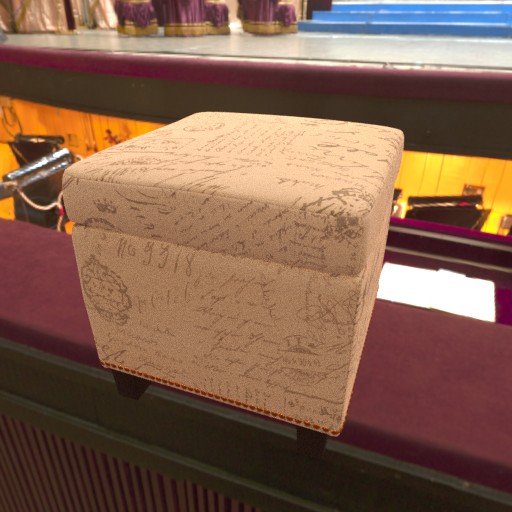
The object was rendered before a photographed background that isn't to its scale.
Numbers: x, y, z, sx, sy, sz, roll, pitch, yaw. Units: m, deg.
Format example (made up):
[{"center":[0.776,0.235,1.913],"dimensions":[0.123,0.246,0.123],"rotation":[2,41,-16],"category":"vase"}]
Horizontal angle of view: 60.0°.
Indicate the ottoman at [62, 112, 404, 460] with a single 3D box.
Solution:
[{"center":[0.000,0.000,0.834],"dimensions":[0.449,0.457,0.450],"rotation":[11,31,18],"category":"ottoman"}]
